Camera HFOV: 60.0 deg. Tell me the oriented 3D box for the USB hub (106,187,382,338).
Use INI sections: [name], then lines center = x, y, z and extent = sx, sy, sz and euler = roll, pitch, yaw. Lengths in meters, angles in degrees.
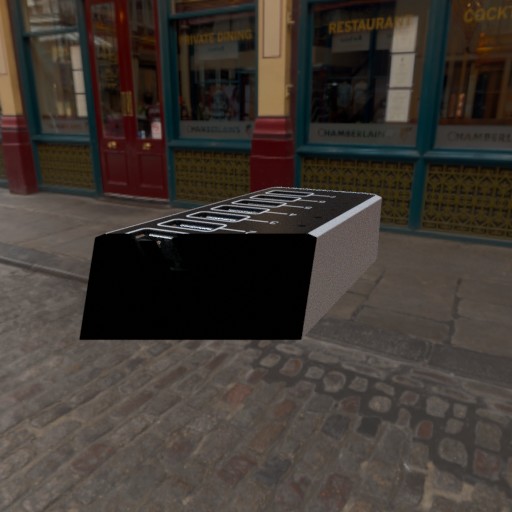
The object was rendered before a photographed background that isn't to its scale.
[USB hub]
center = 0.000, 0.000, 0.123
extent = 0.044, 0.023, 0.110
euler = 9, 19, 27
